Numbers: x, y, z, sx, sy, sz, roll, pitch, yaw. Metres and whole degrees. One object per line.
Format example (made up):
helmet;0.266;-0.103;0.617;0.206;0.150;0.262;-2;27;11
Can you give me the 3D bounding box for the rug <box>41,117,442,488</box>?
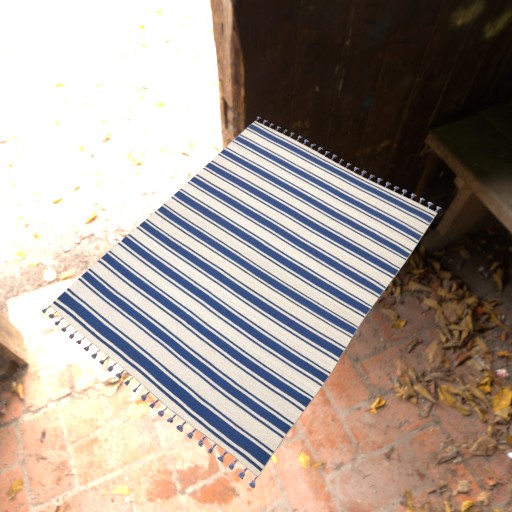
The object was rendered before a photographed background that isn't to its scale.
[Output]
rug;0.000;0.000;4.446;2.471;0.016;3.416;32;63;19
